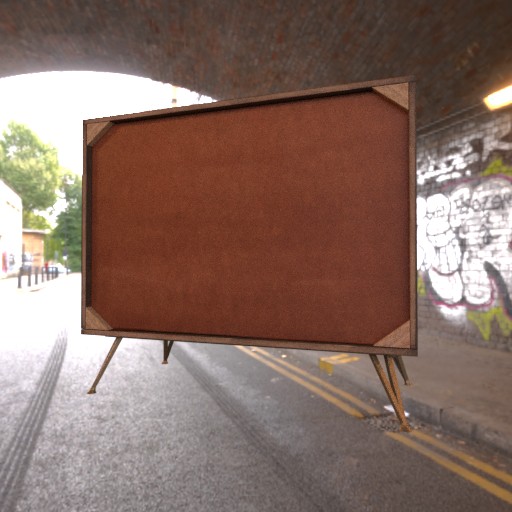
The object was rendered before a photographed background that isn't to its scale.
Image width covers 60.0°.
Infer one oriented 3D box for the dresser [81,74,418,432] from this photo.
[{"bbox_3d":[0.000,0.000,1.355,0.923,0.801,0.453,0,-1,20],"label":"dresser"}]
